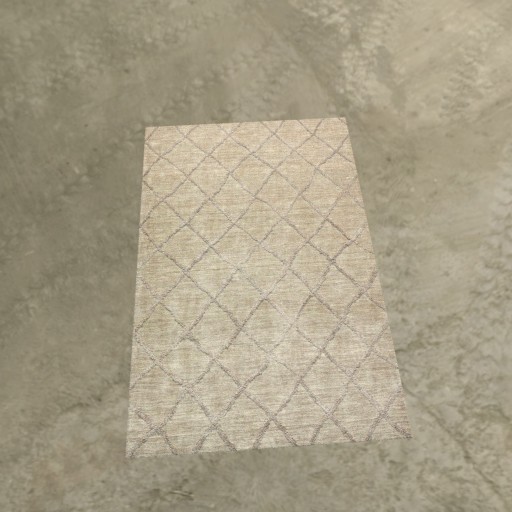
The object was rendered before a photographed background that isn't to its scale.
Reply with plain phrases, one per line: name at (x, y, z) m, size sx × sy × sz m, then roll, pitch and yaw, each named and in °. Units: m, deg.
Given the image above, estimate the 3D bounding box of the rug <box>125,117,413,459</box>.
rug at (0.000, 0.000, 2.854) m, size 1.521 × 0.015 × 2.280 m, roll -3°, pitch 63°, yaw -2°
